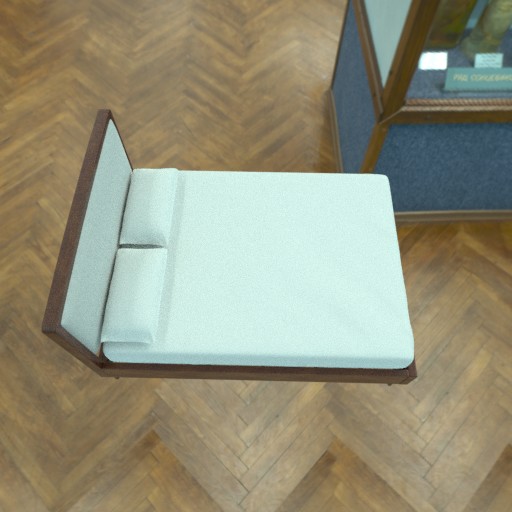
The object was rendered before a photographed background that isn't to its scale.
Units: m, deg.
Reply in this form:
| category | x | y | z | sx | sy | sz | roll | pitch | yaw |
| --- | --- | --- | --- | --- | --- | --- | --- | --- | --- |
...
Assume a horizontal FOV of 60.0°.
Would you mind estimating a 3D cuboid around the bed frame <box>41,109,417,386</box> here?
| category | x | y | z | sx | sy | sz | roll | pitch | yaw |
| --- | --- | --- | --- | --- | --- | --- | --- | --- | --- |
| bed frame | 0.000 | 0.000 | 3.170 | 2.171 | 1.279 | 1.587 | 1 | 62 | 1 |
